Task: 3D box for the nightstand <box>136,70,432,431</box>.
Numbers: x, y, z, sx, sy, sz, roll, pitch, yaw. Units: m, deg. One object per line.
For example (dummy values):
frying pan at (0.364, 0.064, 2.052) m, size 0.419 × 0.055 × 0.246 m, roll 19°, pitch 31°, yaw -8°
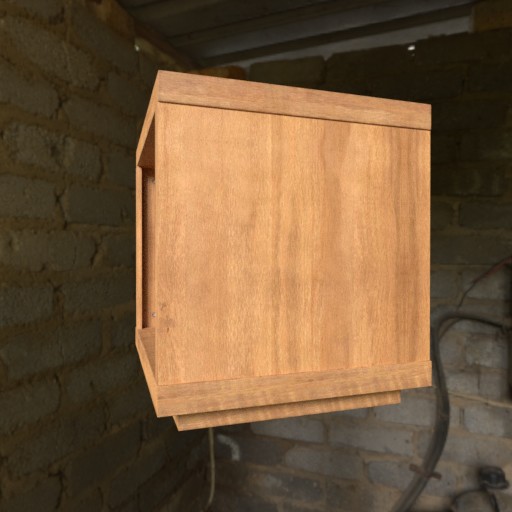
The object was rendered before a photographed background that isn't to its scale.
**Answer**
nightstand at (0.000, 0.000, 0.880) m, size 0.436 × 0.491 × 0.493 m, roll 0°, pitch 0°, yaw -18°
